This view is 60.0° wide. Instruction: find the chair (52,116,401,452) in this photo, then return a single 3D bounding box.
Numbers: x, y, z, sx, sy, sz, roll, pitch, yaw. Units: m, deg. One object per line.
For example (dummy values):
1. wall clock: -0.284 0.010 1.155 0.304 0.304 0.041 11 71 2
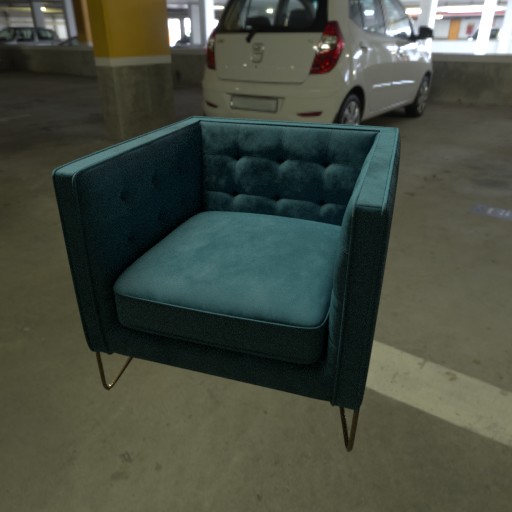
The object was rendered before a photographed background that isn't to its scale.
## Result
1. chair: 0.000 0.000 1.568 0.880 0.790 0.894 8 28 16
